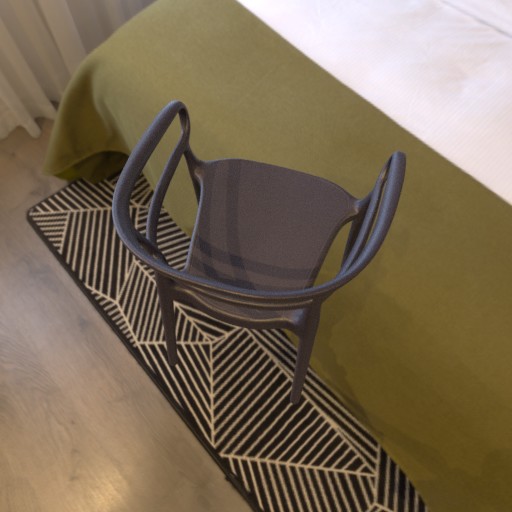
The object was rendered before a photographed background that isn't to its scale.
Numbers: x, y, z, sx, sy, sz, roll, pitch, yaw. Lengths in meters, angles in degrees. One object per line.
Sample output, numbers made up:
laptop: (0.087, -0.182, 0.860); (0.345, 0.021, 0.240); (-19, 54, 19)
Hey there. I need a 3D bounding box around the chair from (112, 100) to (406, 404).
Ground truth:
chair: (0.000, 0.000, 1.121); (0.559, 0.761, 0.527); (15, 63, 8)
